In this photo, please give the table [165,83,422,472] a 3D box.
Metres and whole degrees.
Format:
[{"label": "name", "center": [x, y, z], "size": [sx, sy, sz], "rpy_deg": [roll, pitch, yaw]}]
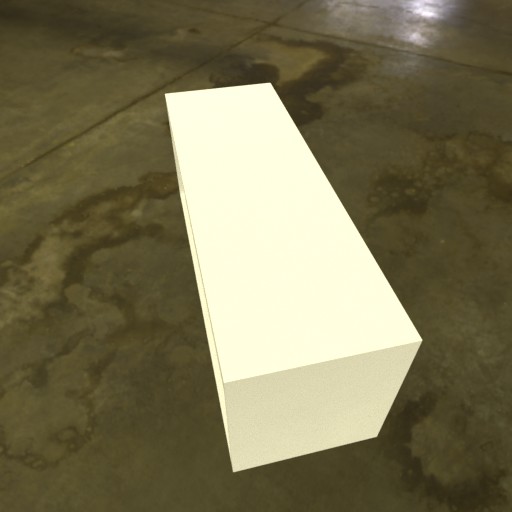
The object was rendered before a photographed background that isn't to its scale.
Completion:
[{"label": "table", "center": [0.000, 0.000, 1.850], "size": [0.508, 0.769, 1.500], "rpy_deg": [-10, 46, -9]}]
